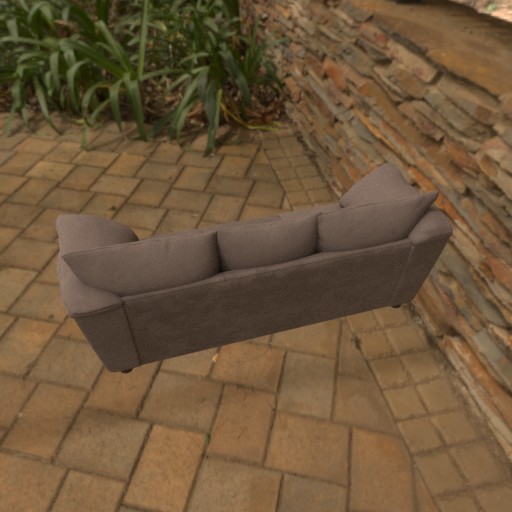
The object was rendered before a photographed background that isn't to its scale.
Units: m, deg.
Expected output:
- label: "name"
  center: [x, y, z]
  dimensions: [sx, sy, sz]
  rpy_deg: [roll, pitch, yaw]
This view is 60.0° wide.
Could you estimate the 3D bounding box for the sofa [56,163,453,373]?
- label: "sofa"
  center: [0.000, 0.000, 2.921]
  dimensions: [2.377, 0.981, 0.893]
  rpy_deg: [-11, 42, -13]
